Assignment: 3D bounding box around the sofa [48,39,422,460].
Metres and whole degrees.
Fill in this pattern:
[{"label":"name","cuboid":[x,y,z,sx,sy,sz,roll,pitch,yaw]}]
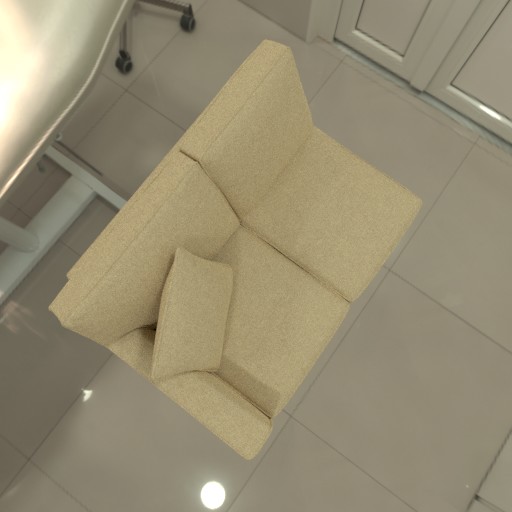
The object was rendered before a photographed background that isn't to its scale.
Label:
[{"label":"sofa","cuboid":[0.000,0.000,2.018,0.991,0.989,1.388,35,79,8]}]
